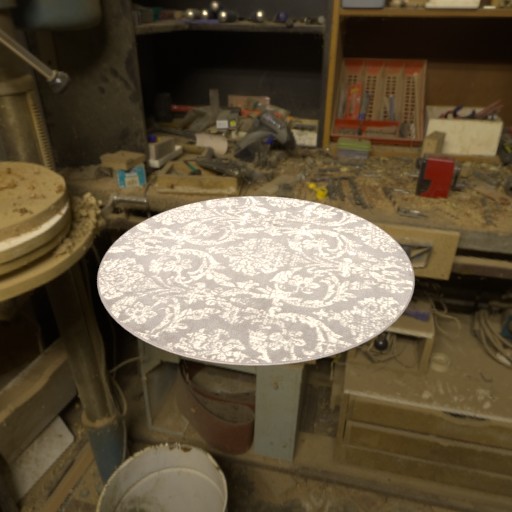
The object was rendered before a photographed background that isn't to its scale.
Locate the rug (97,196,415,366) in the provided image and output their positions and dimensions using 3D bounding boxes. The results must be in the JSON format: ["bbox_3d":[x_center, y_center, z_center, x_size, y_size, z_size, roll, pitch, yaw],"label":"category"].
[{"bbox_3d":[0.000,0.000,2.327,1.593,0.012,1.593,0,31,0],"label":"rug"}]
